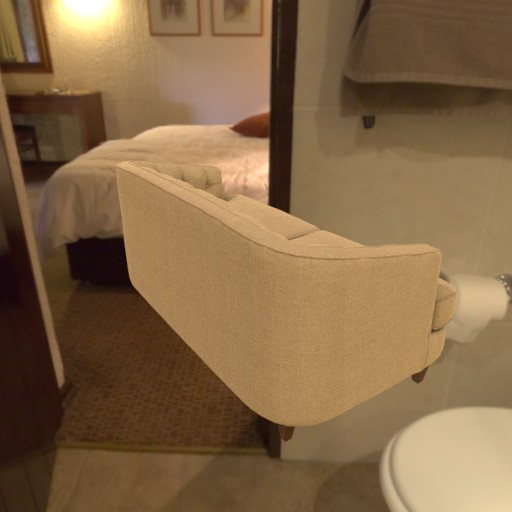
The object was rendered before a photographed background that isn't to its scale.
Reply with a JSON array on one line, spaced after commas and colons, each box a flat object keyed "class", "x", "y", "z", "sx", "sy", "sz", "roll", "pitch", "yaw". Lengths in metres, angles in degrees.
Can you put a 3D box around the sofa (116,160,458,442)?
[{"class": "sofa", "x": 0.000, "y": 0.000, "z": 2.271, "sx": 0.941, "sy": 0.855, "sz": 1.733, "roll": -16, "pitch": 29, "yaw": -31}]
